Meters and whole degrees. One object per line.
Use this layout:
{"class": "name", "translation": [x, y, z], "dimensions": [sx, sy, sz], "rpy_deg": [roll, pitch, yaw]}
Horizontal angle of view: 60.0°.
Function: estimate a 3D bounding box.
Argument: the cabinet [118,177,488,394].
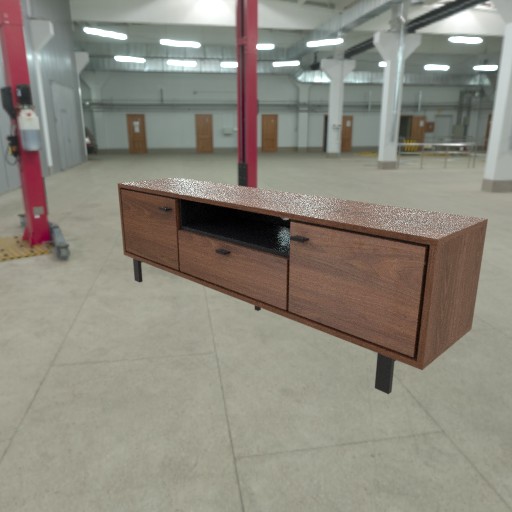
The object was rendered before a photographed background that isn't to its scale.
{"class": "cabinet", "translation": [0.000, 0.000, 1.880], "dimensions": [1.650, 0.500, 0.400], "rpy_deg": [16, 22, 43]}
